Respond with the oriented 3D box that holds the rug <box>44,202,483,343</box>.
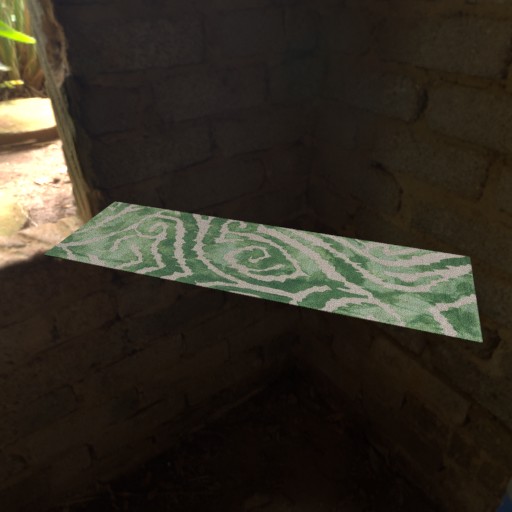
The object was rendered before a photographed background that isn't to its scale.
[{"bbox_3d":[0.000,0.000,2.657,2.438,0.006,0.761,10,34,15],"label":"rug"}]
